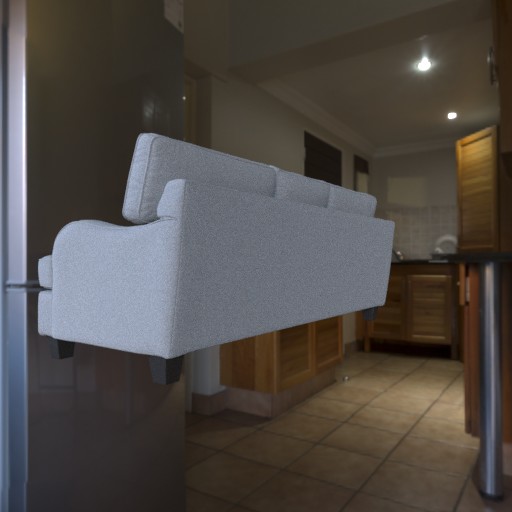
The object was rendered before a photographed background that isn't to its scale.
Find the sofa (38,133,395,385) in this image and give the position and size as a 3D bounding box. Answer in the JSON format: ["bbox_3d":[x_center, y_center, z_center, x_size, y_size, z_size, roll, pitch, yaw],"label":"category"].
[{"bbox_3d":[0.000,0.000,2.794,1.016,0.997,2.323,0,0,36],"label":"sofa"}]
